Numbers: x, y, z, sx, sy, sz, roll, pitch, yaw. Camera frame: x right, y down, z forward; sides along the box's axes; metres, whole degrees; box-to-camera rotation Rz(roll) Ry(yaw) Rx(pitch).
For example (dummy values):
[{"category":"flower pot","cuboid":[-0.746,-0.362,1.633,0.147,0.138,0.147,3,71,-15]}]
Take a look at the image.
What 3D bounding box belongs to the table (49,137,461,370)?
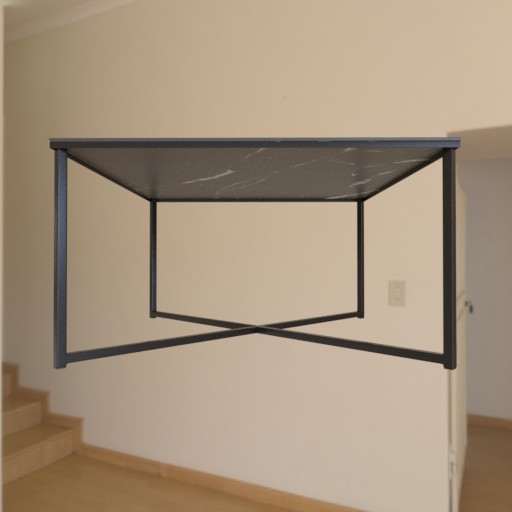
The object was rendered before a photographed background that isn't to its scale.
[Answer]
[{"category":"table","cuboid":[0.000,0.000,1.256,0.800,0.450,0.800,0,-1,0]}]
